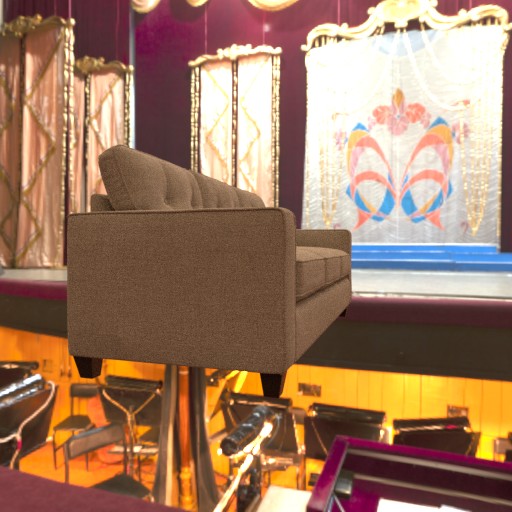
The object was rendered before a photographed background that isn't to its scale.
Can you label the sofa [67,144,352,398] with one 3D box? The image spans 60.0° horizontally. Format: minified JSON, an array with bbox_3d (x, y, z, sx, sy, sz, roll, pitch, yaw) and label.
[{"bbox_3d":[0.000,0.000,2.633,0.939,0.965,2.133,0,1,18],"label":"sofa"}]
